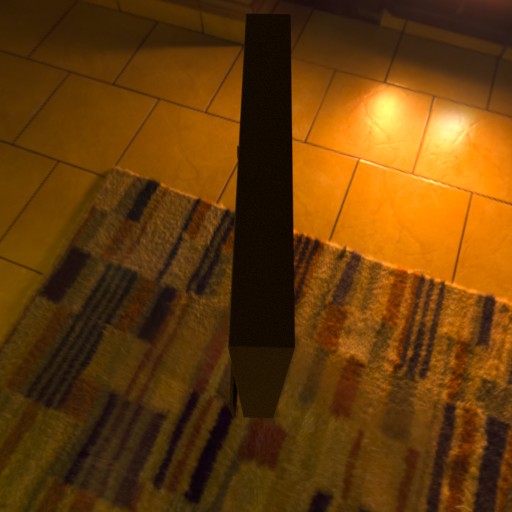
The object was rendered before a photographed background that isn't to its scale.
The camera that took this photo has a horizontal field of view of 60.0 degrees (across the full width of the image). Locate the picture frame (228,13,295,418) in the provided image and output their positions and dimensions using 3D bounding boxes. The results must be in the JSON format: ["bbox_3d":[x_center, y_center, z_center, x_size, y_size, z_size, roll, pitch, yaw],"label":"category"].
[{"bbox_3d":[0.000,0.000,0.381,0.042,0.284,0.232,1,64,1],"label":"picture frame"}]
